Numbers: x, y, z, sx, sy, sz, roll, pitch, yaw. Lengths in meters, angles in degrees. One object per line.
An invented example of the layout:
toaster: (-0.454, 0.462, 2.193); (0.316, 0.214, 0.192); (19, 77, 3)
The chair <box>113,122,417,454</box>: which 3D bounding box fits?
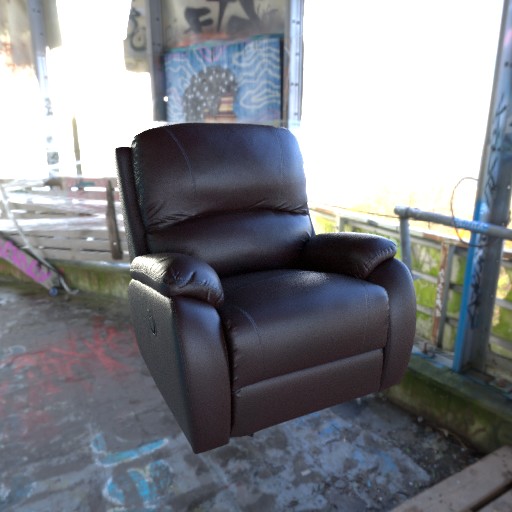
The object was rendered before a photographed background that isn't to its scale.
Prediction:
chair: (0.000, 0.000, 1.741); (0.930, 1.011, 0.899); (-8, 18, -27)
